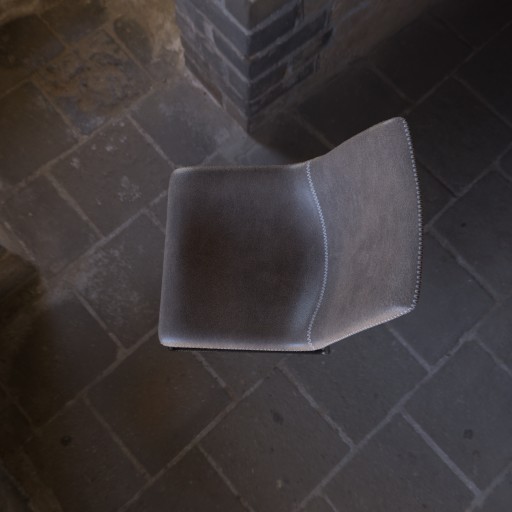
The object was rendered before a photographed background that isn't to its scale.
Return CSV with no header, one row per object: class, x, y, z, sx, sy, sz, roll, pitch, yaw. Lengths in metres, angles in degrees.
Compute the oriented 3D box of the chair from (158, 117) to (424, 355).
chair,0.000,0.000,1.101,0.550,0.780,0.460,1,76,0
